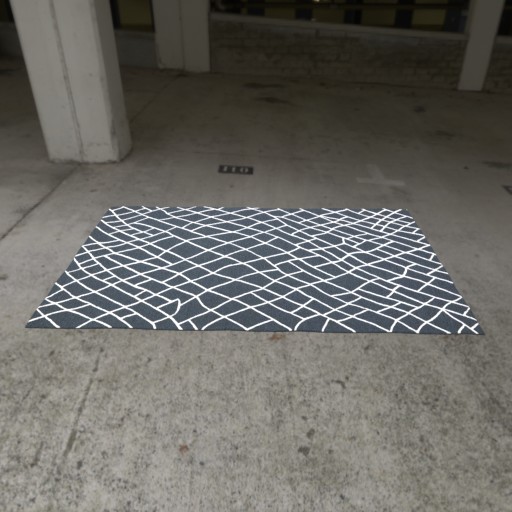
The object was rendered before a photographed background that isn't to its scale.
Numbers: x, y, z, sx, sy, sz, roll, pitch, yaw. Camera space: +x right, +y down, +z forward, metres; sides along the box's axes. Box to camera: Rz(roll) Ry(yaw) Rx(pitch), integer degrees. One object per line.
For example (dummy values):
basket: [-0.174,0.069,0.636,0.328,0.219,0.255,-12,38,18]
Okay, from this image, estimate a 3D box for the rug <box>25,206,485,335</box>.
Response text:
rug: [0.000,0.000,3.001,2.448,0.017,1.529,1,31,1]
